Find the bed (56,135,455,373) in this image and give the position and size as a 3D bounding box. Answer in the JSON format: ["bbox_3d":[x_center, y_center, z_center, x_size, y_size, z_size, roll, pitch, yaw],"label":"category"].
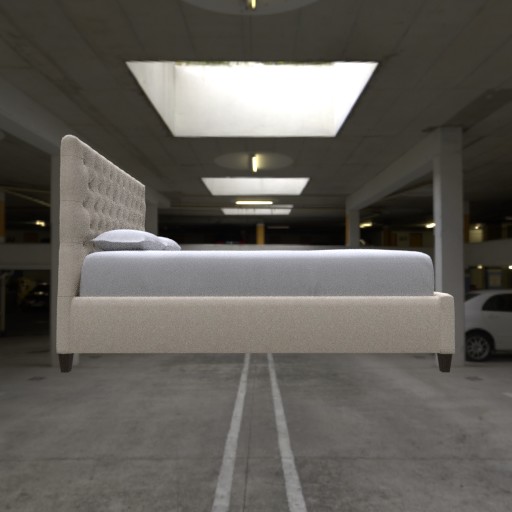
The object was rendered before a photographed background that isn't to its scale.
[{"bbox_3d":[0.000,0.000,3.479,2.387,1.427,1.698,0,-1,0],"label":"bed"}]
